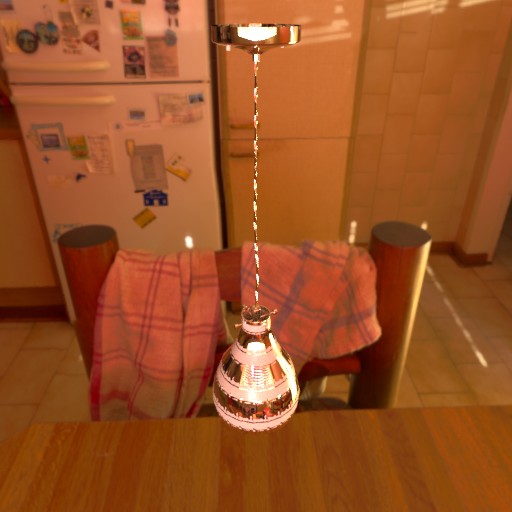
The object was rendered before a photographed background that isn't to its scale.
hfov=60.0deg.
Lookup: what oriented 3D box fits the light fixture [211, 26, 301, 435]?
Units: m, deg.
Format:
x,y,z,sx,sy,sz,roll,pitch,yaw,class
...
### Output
x,y,z,sx,sy,sz,roll,pitch,yaw,class
0.000,0.000,1.578,0.374,1.457,0.374,-17,34,-28,light fixture
